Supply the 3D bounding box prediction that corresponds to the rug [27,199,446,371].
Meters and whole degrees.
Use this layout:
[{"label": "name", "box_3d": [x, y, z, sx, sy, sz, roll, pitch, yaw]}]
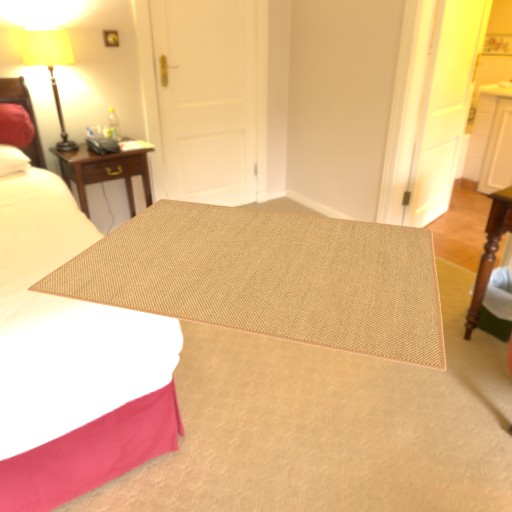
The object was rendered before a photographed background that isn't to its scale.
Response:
[{"label": "rug", "box_3d": [0.000, 0.000, 2.762, 2.134, 0.013, 1.524, 8, 28, 15]}]
